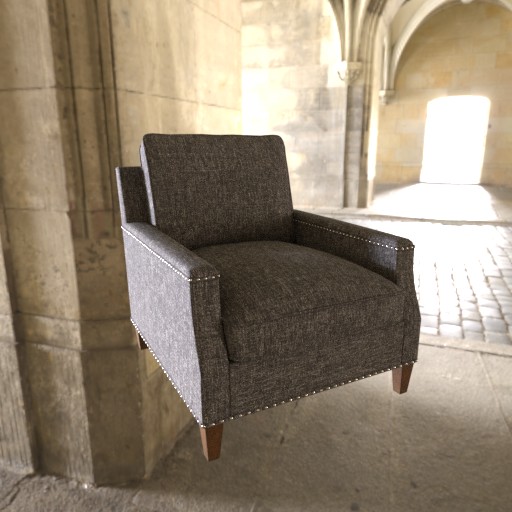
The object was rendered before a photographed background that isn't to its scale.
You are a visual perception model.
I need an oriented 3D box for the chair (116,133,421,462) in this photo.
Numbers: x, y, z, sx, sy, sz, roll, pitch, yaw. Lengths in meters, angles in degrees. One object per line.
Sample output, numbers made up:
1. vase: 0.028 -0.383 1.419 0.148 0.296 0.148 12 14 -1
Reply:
1. chair: 0.000 0.000 1.756 0.853 0.943 1.014 -8 16 -27
